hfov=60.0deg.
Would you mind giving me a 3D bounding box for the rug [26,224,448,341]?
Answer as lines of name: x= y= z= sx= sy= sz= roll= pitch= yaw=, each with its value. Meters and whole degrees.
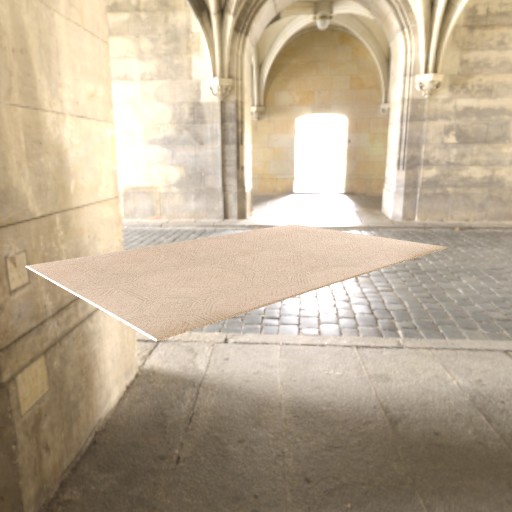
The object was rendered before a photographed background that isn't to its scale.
rug: x=0.000 y=0.000 z=2.986 sx=2.440 sy=0.008 sz=1.524 roll=-12 pitch=18 yaw=-42
